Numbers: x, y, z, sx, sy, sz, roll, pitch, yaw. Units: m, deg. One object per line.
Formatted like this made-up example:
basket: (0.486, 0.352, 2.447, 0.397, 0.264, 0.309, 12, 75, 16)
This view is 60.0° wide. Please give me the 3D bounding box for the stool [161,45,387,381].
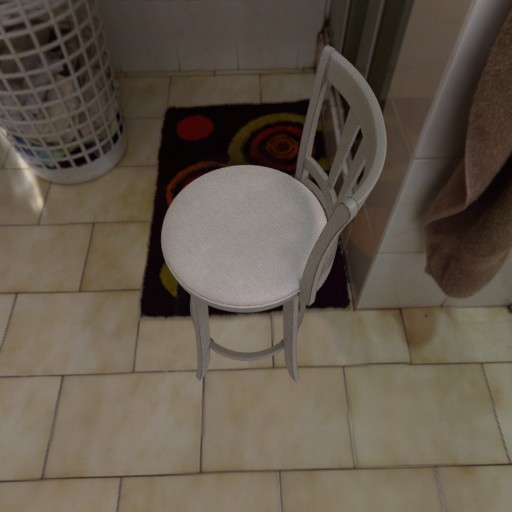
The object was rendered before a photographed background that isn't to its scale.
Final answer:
stool: (0.000, 0.000, 1.245, 0.486, 0.994, 0.450, 1, 58, 0)
